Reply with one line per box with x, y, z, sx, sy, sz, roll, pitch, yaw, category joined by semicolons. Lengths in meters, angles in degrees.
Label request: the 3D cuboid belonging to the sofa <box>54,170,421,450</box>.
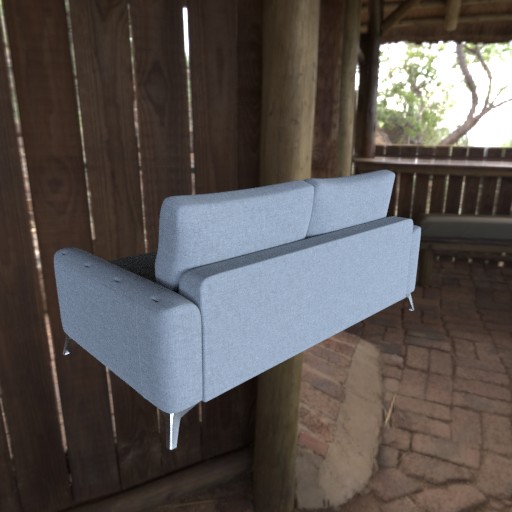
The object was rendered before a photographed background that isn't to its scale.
0.000;0.000;2.172;1.650;0.790;0.920;-15;22;-42;sofa
